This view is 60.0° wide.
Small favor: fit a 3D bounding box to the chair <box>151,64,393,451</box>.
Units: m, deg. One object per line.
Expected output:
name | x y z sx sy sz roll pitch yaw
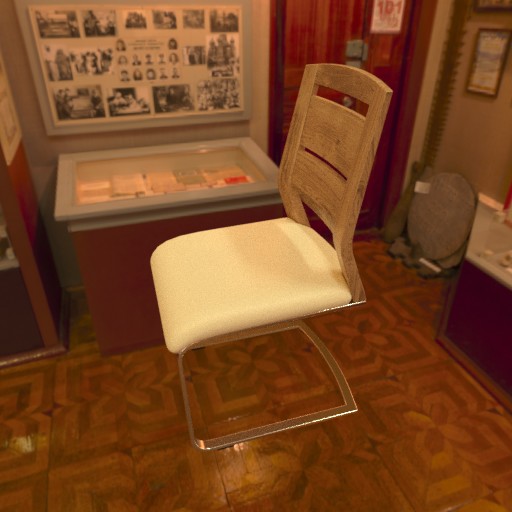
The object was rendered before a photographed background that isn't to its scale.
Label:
chair | 0.000 0.000 1.231 0.561 0.955 0.457 -9 31 -15
